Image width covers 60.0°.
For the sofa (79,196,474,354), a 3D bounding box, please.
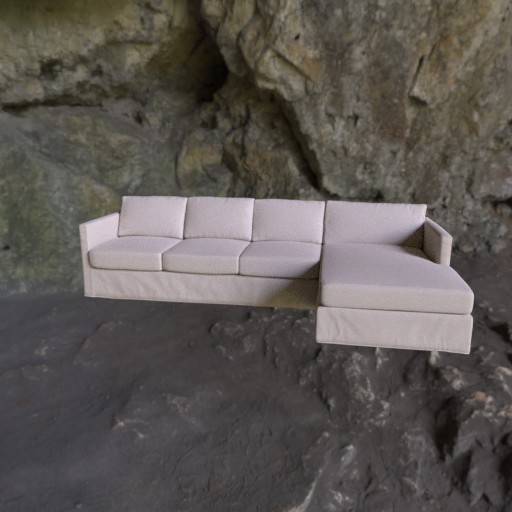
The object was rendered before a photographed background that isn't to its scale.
[{"bbox_3d":[0.000,0.000,3.865,3.206,0.871,1.622,2,14,9],"label":"sofa"}]
